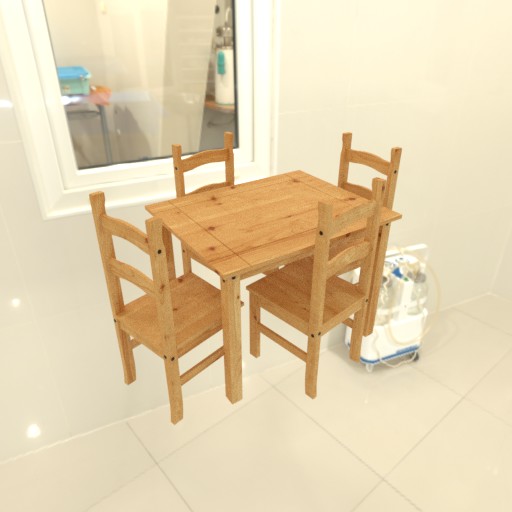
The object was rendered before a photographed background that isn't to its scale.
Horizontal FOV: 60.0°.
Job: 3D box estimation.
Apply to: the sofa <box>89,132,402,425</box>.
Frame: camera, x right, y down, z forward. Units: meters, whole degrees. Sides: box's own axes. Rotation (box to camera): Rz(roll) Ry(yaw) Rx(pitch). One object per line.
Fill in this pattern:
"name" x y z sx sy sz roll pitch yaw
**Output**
"sofa" 0.000 0.000 2.305 1.529 1.000 1.144 -18 34 -29
